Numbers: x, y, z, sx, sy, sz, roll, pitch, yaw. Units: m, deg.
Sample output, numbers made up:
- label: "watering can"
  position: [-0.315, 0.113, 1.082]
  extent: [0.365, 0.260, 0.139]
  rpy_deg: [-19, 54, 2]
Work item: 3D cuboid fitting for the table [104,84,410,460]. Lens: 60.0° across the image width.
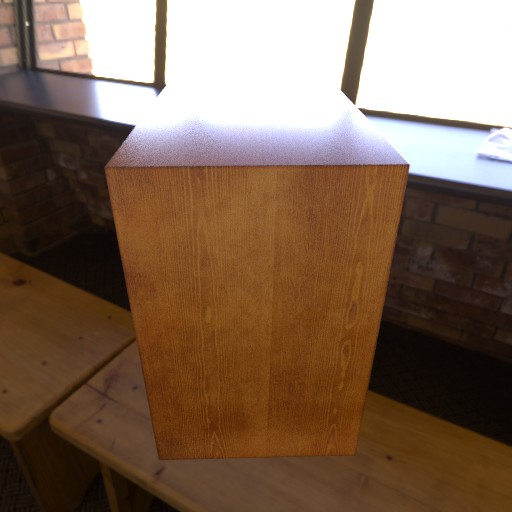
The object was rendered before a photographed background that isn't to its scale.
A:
- label: "table"
  position: [0.000, 0.000, 0.959]
  extent: [0.400, 0.605, 0.550]
  rpy_deg: [-1, 31, -1]
